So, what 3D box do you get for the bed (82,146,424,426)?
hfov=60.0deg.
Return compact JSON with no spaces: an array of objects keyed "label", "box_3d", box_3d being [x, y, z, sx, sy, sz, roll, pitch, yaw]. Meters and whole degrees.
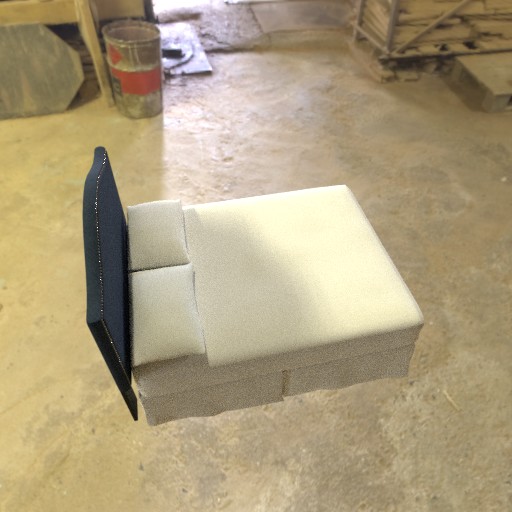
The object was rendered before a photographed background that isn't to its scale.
[{"label":"bed","box_3d":[0.000,0.000,3.350,2.153,1.518,1.713,-9,48,-8]}]
